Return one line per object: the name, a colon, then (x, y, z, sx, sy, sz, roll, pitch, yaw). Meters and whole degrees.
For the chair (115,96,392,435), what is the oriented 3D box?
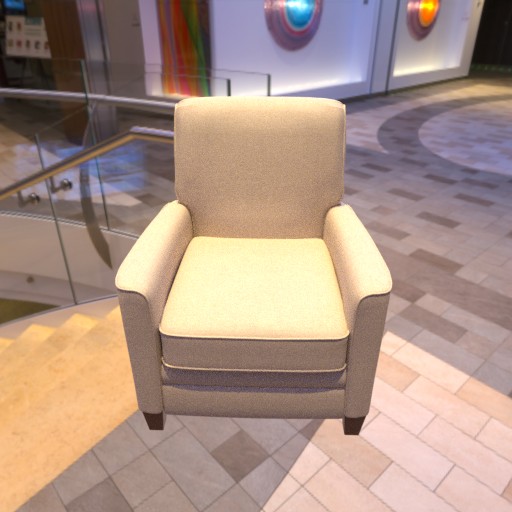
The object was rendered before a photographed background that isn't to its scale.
chair: (0.000, 0.000, 1.661, 0.841, 1.023, 0.858, 1, 29, 1)
